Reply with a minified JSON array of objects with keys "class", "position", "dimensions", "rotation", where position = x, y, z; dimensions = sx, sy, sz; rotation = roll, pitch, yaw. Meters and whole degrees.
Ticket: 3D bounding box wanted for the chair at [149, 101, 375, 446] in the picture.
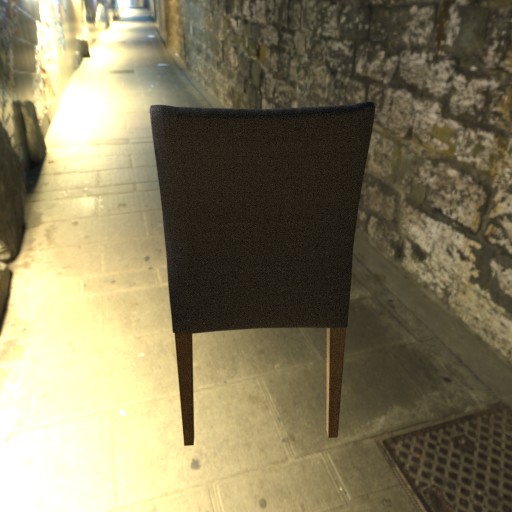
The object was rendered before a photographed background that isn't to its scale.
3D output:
[{"class":"chair","position":[0.000,0.000,1.268],"dimensions":[0.496,0.940,0.585],"rotation":[-2,30,-3]}]
